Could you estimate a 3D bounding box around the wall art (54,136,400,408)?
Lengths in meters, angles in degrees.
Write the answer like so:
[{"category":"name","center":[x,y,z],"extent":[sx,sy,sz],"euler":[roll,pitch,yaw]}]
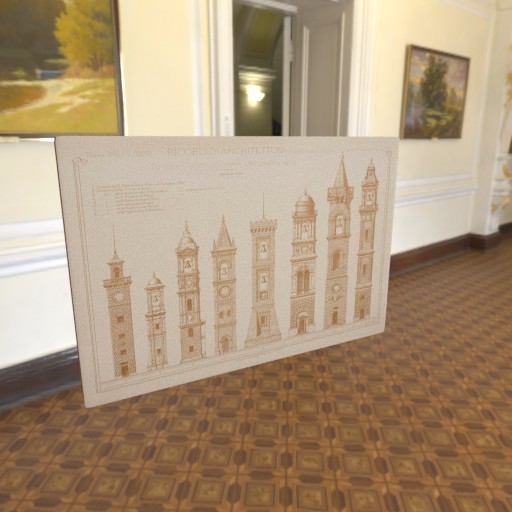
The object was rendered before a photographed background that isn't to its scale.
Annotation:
[{"category":"wall art","center":[0.000,0.000,0.487],"extent":[0.380,0.254,0.019],"euler":[-8,17,-27]}]
